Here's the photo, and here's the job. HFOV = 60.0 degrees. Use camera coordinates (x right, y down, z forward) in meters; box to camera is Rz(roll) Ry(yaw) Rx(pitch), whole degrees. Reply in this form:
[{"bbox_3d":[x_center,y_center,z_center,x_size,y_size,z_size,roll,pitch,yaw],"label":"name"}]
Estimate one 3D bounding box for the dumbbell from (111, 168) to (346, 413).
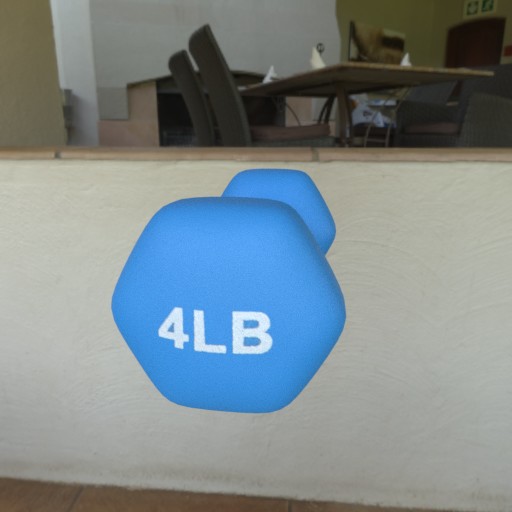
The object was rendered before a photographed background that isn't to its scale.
[{"bbox_3d":[0.000,0.000,0.195,0.074,0.066,0.152,2,16,9],"label":"dumbbell"}]
